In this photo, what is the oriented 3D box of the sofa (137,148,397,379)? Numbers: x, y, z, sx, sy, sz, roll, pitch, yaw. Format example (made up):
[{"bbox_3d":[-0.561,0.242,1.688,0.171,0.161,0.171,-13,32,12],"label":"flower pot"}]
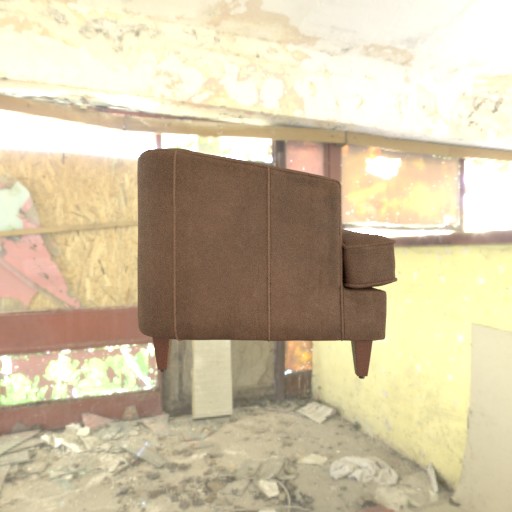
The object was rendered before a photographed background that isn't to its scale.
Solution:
[{"bbox_3d":[0.000,0.000,2.274,0.917,0.799,1.767,0,1,-1],"label":"sofa"}]
